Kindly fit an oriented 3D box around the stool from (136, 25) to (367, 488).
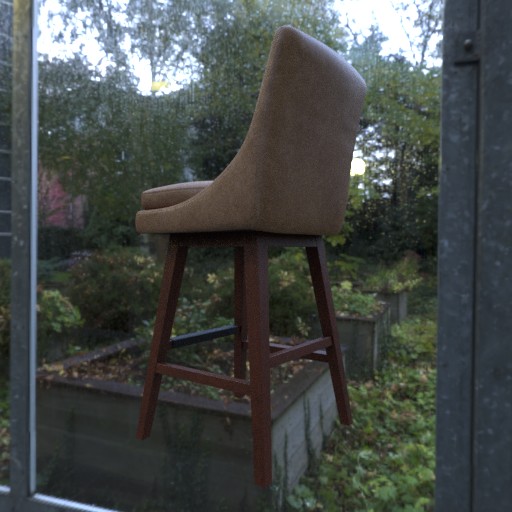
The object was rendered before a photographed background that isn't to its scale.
[{"bbox_3d":[0.000,0.000,1.346,0.572,1.079,0.487,1,1,37],"label":"stool"}]
